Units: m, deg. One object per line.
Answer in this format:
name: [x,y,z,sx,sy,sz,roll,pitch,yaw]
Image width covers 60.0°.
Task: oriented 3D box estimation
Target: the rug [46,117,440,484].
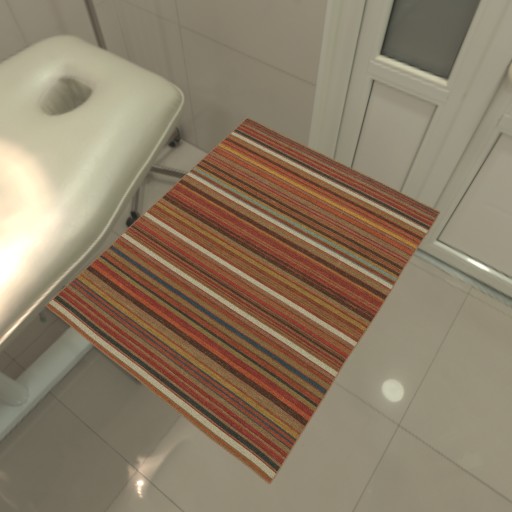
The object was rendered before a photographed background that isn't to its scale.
rug: [0.000,0.000,4.271,2.479,0.023,3.092,31,63,18]
